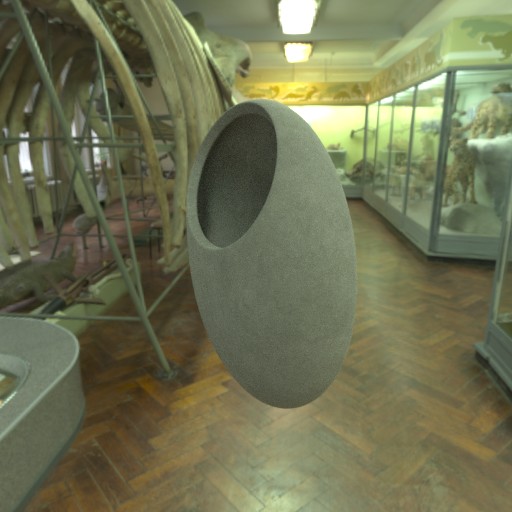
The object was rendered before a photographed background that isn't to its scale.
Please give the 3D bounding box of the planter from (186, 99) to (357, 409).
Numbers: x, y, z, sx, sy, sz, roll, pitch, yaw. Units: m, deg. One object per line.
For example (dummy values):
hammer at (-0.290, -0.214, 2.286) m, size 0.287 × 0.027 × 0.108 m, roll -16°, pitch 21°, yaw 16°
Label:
planter at (0.000, 0.000, 0.281) m, size 0.071 × 0.188 × 0.185 m, roll -7°, pitch 17°, yaw -24°
